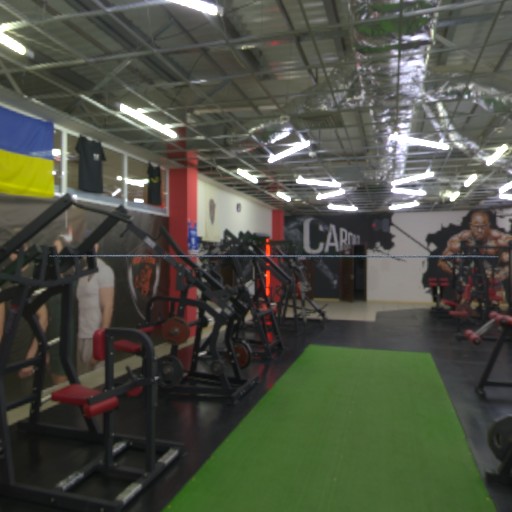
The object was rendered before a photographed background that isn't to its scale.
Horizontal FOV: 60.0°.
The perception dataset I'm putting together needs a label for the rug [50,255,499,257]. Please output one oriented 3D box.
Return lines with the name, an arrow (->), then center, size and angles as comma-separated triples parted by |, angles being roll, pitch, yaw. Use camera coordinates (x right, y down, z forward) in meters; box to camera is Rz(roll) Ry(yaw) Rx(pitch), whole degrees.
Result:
rug -> 0.000, 0.000, 2.624 | 2.443, 0.008, 0.688 | 0, 0, 19
